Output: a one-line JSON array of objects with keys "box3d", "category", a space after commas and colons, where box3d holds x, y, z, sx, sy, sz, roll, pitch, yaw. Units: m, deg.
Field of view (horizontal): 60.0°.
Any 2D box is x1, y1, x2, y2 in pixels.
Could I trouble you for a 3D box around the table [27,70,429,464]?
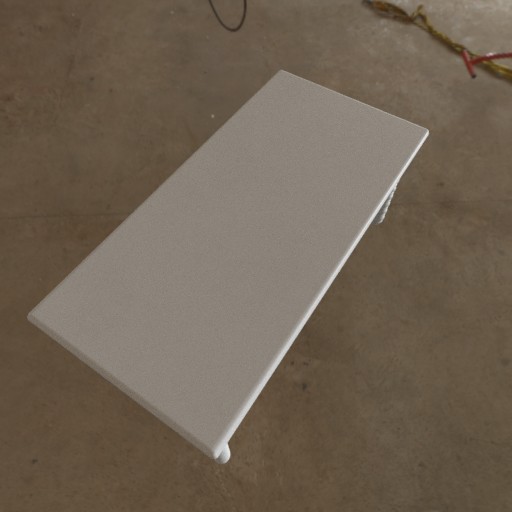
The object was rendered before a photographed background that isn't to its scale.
[{"box3d": [0.000, 0.000, 1.458, 0.580, 0.487, 1.171, 30, 62, 17], "category": "table"}]
